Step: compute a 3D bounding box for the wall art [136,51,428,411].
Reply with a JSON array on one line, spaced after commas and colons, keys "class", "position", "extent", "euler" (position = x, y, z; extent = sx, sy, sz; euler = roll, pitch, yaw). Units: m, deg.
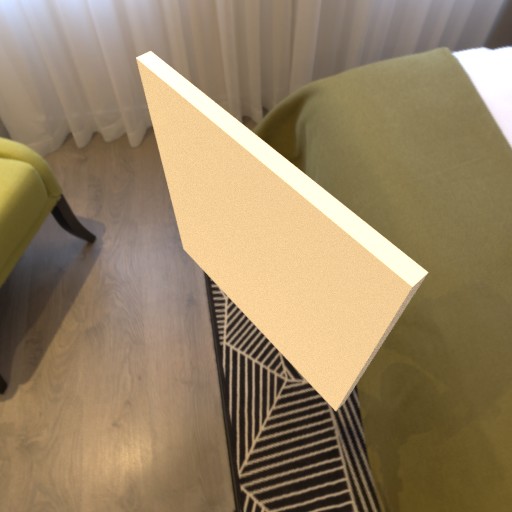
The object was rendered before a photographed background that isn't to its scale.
[{"class": "wall art", "position": [0.000, 0.000, 0.843], "extent": [0.028, 0.559, 0.559], "euler": [-36, 64, -21]}]
